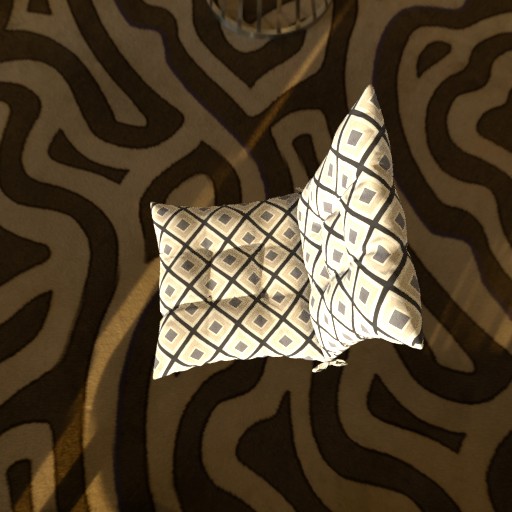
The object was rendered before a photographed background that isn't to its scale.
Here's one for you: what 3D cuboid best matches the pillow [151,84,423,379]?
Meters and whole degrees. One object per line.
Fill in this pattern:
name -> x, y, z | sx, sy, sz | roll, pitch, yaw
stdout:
pillow -> 0.000, 0.000, 1.032 | 0.585, 0.536, 0.541 | -5, 74, -1
